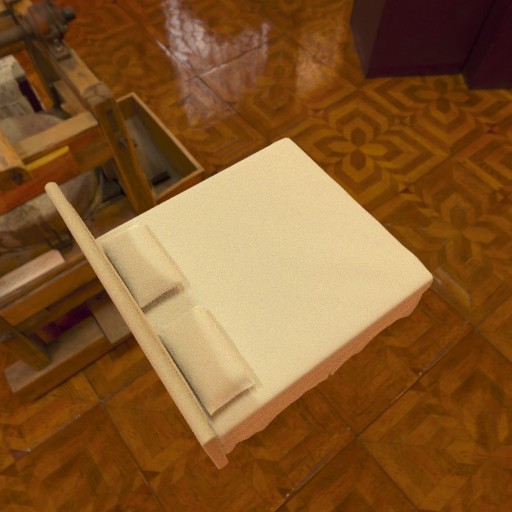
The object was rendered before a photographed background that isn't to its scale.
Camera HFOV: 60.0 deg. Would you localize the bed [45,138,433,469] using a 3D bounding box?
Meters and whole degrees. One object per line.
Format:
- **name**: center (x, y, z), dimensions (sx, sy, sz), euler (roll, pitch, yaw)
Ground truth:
- **bed**: center (0.000, 0.000, 3.507), dimensions (2.182, 1.421, 2.083), euler (-32, 64, -17)
